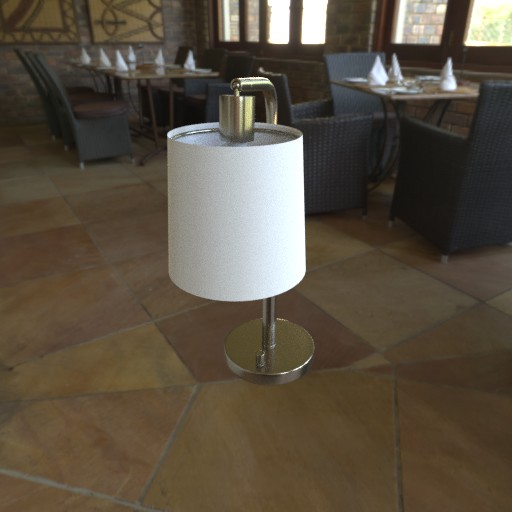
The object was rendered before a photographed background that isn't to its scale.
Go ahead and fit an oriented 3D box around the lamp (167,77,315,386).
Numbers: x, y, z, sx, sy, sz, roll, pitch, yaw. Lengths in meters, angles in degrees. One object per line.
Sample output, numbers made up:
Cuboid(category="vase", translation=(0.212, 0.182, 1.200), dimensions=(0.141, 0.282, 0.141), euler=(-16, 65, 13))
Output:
Cuboid(category="lamp", translation=(0.000, 0.000, 0.640), dimensions=(0.171, 0.489, 0.333), euler=(8, 27, 15))
